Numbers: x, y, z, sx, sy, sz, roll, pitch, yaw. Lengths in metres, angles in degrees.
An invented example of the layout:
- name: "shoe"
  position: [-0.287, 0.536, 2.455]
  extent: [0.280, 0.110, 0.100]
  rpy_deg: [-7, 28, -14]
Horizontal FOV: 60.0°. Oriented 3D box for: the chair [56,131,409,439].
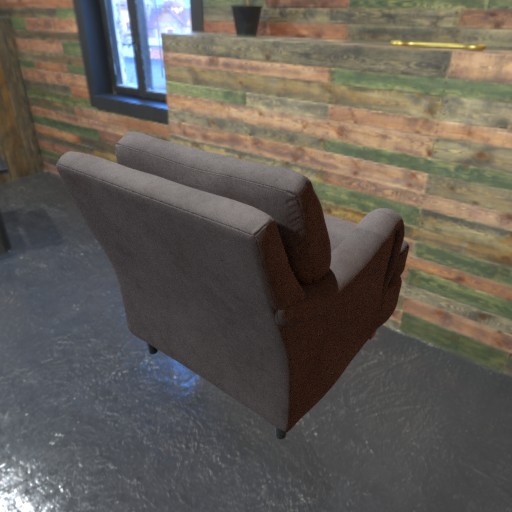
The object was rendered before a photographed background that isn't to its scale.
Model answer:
- name: "chair"
  position: [0.000, 0.000, 1.804]
  extent: [0.955, 0.997, 1.070]
  rpy_deg: [22, 36, 33]
